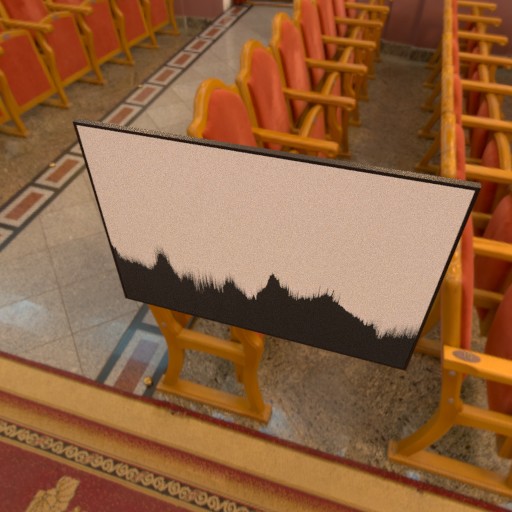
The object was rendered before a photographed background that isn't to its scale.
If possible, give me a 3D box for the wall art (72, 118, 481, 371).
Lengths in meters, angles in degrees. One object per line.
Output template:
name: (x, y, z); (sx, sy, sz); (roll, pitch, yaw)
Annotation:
wall art: (0.000, 0.000, 1.230); (0.957, 0.660, 0.019); (12, 44, 13)
